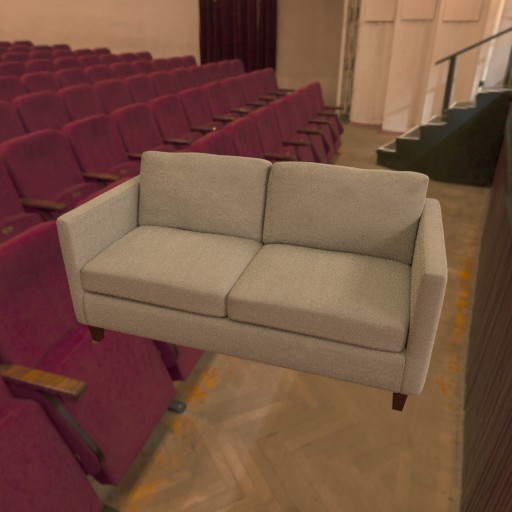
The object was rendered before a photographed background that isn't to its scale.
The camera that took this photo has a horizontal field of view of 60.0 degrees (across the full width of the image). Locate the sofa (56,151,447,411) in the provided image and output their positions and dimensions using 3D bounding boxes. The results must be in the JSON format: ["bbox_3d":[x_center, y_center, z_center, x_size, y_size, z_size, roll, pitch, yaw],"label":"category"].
[{"bbox_3d":[0.000,0.000,2.475,1.884,0.963,0.950,8,28,16],"label":"sofa"}]
